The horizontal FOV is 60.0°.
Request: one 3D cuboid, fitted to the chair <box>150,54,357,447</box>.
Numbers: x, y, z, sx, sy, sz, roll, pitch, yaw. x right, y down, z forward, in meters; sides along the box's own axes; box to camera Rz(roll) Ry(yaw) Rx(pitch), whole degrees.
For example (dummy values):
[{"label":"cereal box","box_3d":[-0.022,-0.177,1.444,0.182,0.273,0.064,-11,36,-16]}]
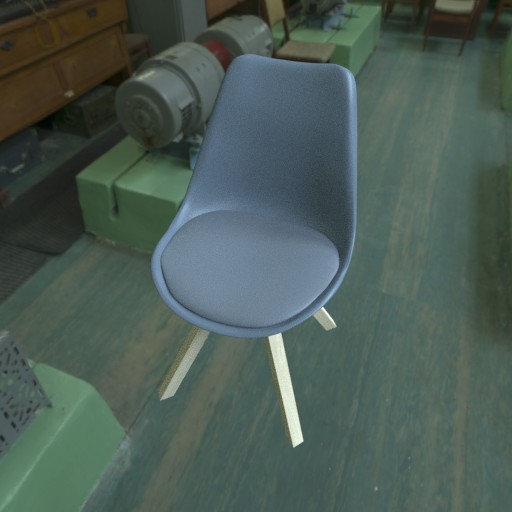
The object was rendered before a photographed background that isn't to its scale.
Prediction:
[{"label":"chair","box_3d":[0.000,0.000,1.174,0.485,0.850,0.550,14,44,15]}]
